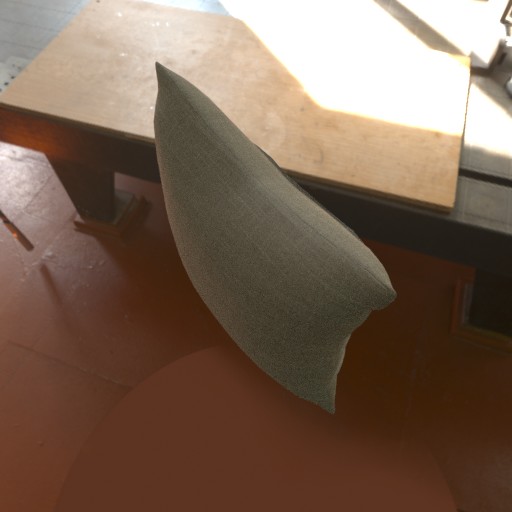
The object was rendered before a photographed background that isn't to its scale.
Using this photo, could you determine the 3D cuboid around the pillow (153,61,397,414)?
[{"bbox_3d":[0.000,0.000,0.631,0.169,0.400,0.424,-32,63,-19],"label":"pillow"}]
